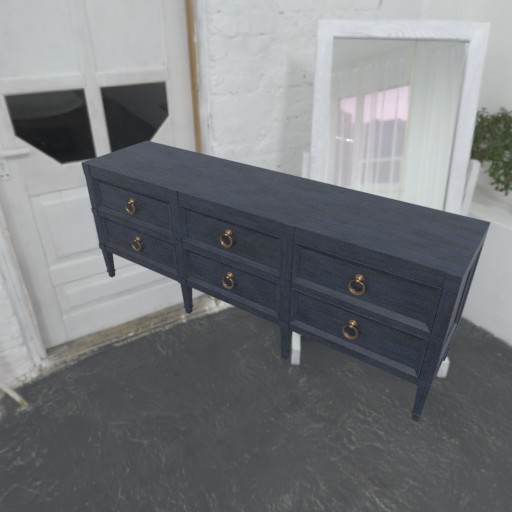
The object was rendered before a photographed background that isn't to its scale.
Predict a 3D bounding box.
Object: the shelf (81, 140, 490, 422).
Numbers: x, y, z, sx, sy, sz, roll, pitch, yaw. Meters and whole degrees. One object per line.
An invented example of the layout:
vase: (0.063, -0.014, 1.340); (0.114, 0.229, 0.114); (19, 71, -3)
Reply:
shelf: (0.000, 0.000, 2.189); (1.878, 0.715, 0.471); (20, 36, 29)
